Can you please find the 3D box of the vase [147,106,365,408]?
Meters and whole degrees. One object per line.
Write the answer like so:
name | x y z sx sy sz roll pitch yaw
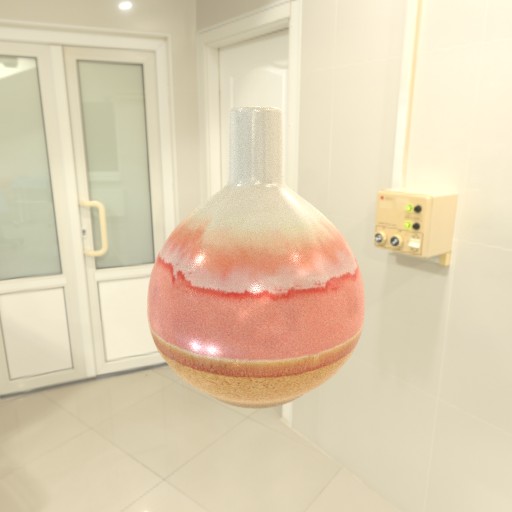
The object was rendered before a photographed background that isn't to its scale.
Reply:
vase | 0.000 0.000 0.278 0.137 0.176 0.137 0 15 0
